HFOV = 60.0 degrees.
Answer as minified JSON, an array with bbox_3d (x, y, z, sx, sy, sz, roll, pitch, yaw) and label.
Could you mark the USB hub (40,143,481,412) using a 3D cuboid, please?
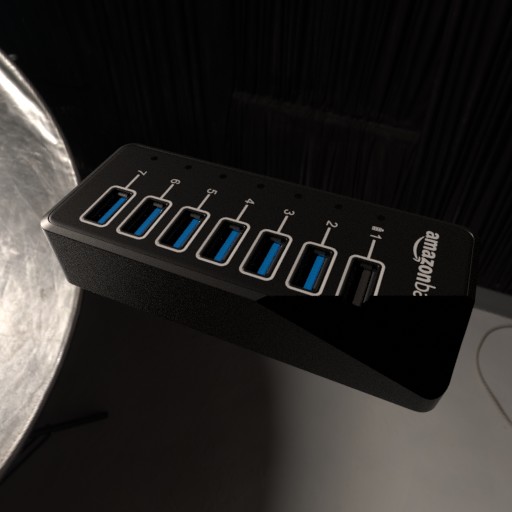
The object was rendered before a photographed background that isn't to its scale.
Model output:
[{"bbox_3d":[0.000,0.000,0.124,0.110,0.023,0.044,17,49,15],"label":"USB hub"}]
